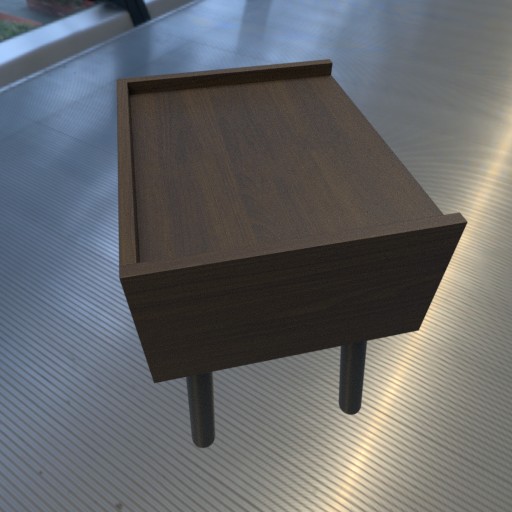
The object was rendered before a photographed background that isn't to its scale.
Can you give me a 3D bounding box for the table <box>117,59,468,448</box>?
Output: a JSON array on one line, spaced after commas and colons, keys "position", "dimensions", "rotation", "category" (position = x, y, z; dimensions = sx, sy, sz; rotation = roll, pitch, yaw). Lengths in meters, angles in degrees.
[{"position": [0.000, 0.000, 0.774], "dimensions": [0.370, 0.470, 0.450], "rotation": [-9, 46, -9], "category": "table"}]
